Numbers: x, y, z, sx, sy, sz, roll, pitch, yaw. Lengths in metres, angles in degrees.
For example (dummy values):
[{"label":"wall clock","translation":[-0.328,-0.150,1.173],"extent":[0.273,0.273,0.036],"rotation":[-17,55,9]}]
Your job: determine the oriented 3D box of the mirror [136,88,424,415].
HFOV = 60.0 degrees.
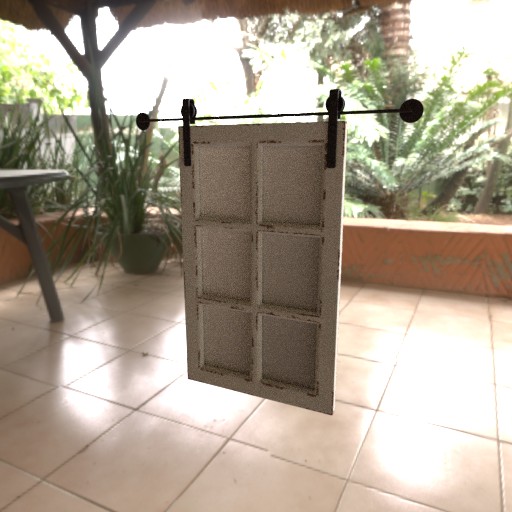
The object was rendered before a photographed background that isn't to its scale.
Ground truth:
[{"label":"mirror","translation":[0.000,0.000,1.220],"extent":[0.808,0.844,0.037],"rotation":[6,14,25]}]
